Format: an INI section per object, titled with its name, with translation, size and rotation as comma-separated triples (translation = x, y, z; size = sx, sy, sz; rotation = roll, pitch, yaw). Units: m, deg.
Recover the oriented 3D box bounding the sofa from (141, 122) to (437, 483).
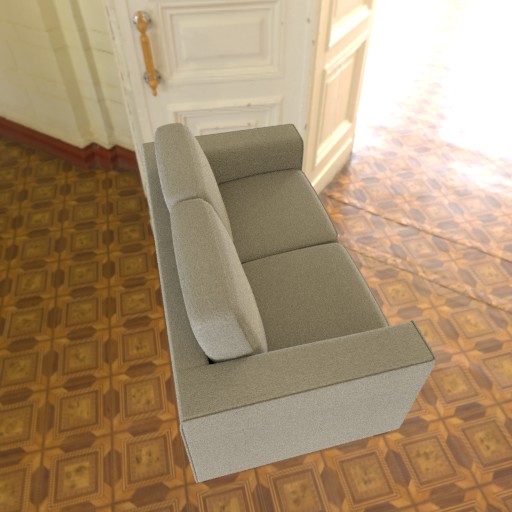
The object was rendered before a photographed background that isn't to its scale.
[sofa]
translation = 0.000, 0.000, 2.351
size = 1.007, 0.924, 1.812
rotation = -10, 47, -10
